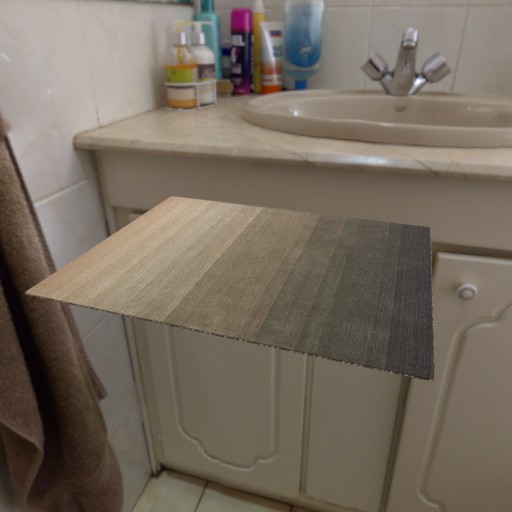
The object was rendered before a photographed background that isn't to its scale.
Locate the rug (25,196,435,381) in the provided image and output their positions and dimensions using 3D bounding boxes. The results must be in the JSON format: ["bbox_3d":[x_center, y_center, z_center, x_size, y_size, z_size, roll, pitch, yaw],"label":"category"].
[{"bbox_3d":[0.000,0.000,3.871,2.902,0.017,2.305,9,28,17],"label":"rug"}]
